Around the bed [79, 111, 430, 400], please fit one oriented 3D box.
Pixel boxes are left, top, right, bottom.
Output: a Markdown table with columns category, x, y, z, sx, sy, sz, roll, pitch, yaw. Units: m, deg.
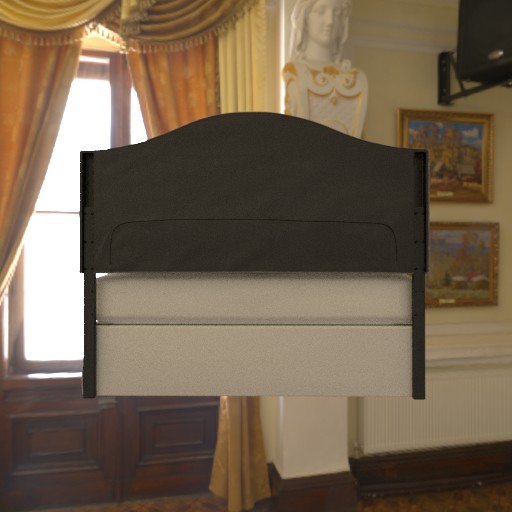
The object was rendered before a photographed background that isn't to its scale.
| category | x | y | z | sx | sy | sz | roll | pitch | yaw |
| --- | --- | --- | --- | --- | --- | --- | --- | --- | --- |
| bed | 0.000 | 0.000 | 2.911 | 1.610 | 1.295 | 1.870 | 0 | 0 | 1 |
